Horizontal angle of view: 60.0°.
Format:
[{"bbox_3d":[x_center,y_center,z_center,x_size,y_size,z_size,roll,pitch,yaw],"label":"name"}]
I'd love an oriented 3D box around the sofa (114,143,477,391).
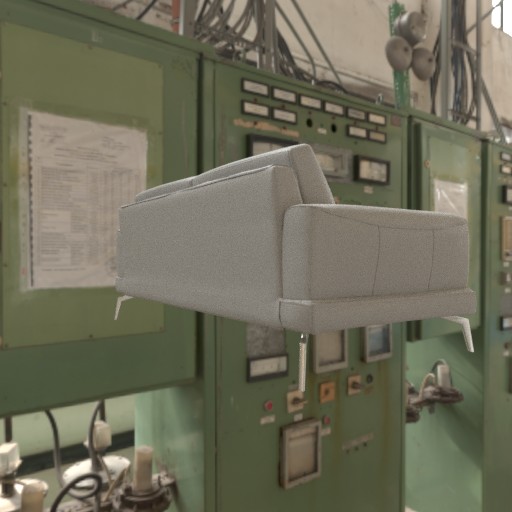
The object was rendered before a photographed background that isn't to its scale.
[{"bbox_3d":[0.000,0.000,2.684,1.121,0.930,2.177,0,0,-35],"label":"sofa"}]
